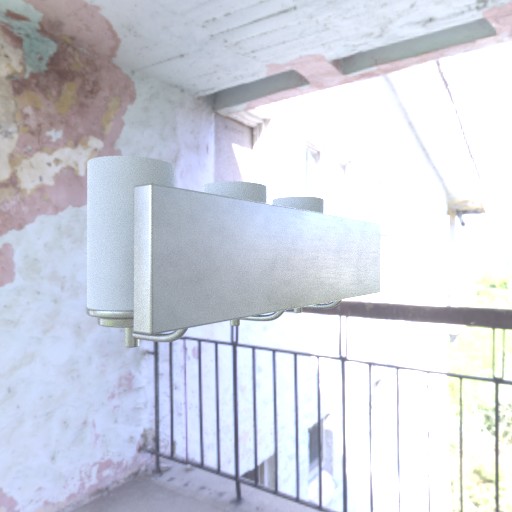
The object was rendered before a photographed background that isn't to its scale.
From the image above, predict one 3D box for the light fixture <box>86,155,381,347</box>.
[{"bbox_3d":[0.000,0.000,0.531,0.145,0.172,0.451,0,0,36],"label":"light fixture"}]
